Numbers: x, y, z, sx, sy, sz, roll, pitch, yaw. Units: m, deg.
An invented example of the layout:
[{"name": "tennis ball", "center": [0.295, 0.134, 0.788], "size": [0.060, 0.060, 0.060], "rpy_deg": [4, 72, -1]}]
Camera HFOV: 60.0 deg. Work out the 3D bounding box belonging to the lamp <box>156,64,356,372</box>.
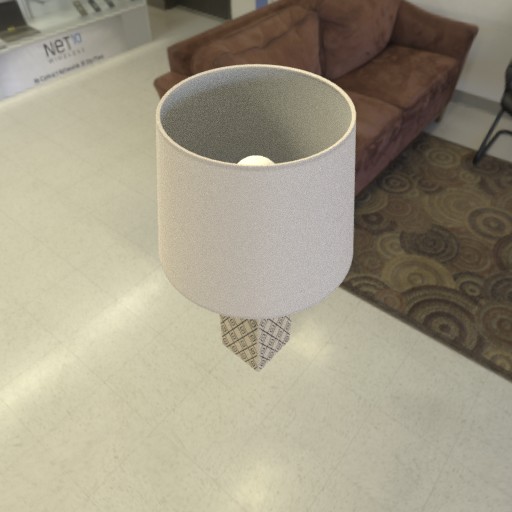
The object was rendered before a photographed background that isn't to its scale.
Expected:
[{"name": "lamp", "center": [0.000, 0.000, 0.602], "size": [0.251, 0.435, 0.251], "rpy_deg": [0, 47, 0]}]
